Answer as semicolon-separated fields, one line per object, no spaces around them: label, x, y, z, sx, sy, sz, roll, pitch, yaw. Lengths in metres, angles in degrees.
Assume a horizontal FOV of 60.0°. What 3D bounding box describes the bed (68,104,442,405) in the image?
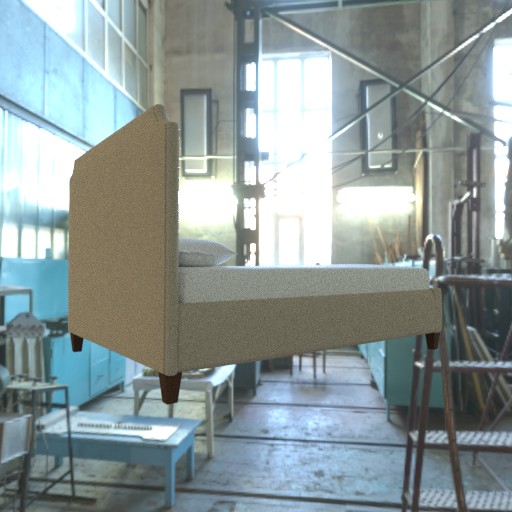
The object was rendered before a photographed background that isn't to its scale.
bed;0.000;0.000;3.405;2.372;1.443;1.713;1;-2;-37
